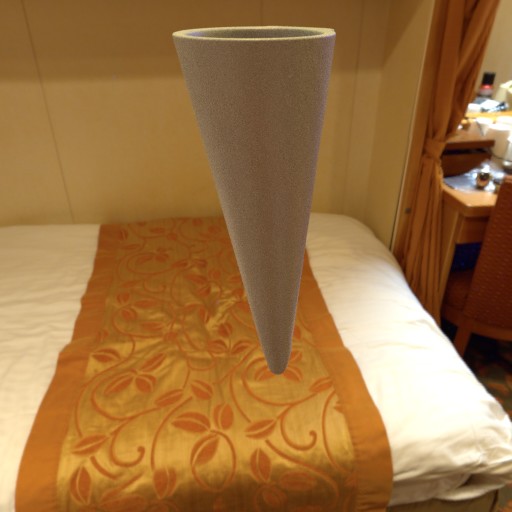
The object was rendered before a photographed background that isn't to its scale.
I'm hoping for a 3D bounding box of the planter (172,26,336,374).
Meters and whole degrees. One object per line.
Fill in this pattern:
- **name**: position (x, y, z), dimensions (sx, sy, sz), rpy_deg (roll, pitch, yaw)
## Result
- **planter**: position (0.000, 0.000, 0.211), dimensions (0.057, 0.191, 0.064), rpy_deg (19, 36, 29)
